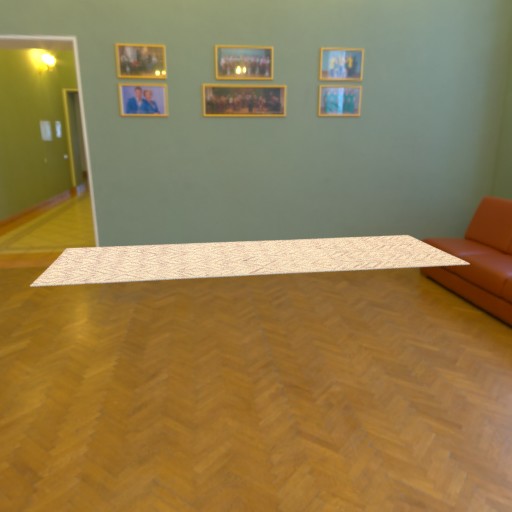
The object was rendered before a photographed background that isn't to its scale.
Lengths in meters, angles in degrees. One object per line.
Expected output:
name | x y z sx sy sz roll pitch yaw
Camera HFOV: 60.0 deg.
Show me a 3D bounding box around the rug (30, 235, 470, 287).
rug | 0.000 0.000 2.778 2.435 0.009 0.750 -3 16 -9
